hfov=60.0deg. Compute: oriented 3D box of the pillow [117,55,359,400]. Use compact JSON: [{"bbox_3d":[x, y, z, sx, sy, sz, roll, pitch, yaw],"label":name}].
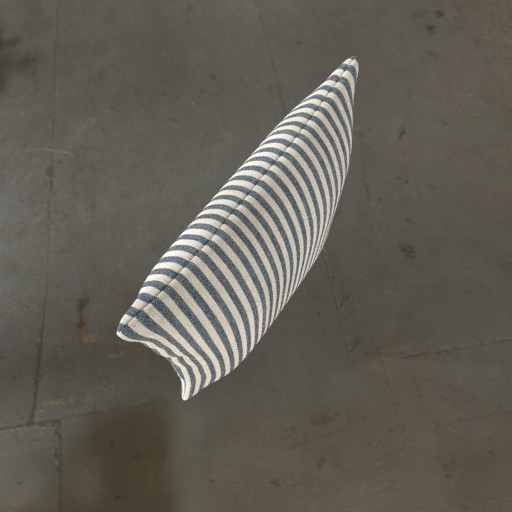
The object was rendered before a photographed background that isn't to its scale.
[{"bbox_3d":[0.000,0.000,0.790,0.166,0.510,0.523,32,68,15],"label":"pillow"}]
